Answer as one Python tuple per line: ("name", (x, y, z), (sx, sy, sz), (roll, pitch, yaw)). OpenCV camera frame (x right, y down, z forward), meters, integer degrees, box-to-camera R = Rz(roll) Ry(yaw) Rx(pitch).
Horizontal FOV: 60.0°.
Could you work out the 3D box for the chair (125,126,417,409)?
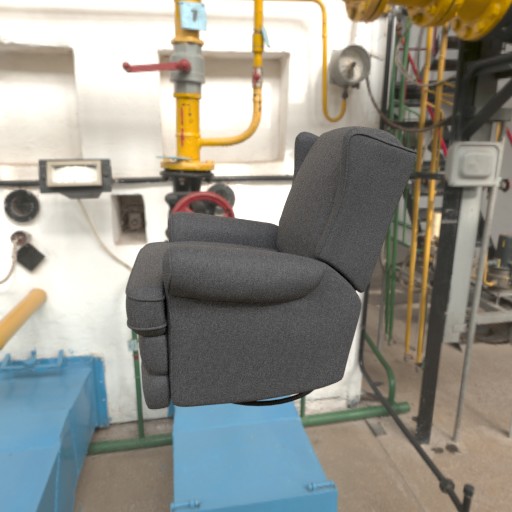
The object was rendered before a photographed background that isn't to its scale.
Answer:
("chair", (0.000, 0.000, 1.794), (0.969, 1.011, 0.847), (-2, 15, -9))
